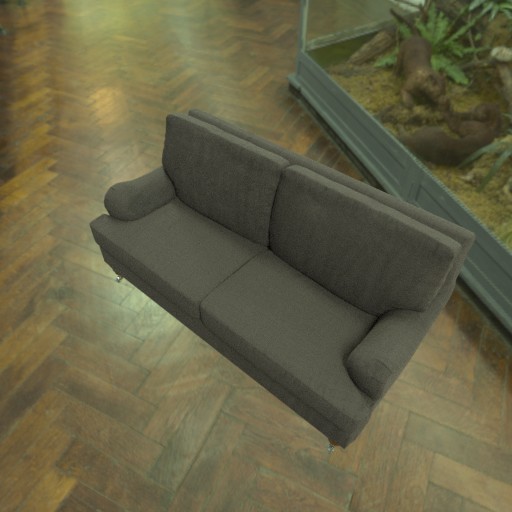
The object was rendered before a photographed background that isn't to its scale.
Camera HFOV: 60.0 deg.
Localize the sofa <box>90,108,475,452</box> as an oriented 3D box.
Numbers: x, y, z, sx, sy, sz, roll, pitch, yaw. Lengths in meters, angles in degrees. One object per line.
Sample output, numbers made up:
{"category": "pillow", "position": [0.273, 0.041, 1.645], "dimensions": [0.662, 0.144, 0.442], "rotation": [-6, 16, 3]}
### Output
{"category": "sofa", "position": [0.000, 0.000, 2.785], "dimensions": [2.165, 1.087, 1.086], "rotation": [32, 53, 27]}
